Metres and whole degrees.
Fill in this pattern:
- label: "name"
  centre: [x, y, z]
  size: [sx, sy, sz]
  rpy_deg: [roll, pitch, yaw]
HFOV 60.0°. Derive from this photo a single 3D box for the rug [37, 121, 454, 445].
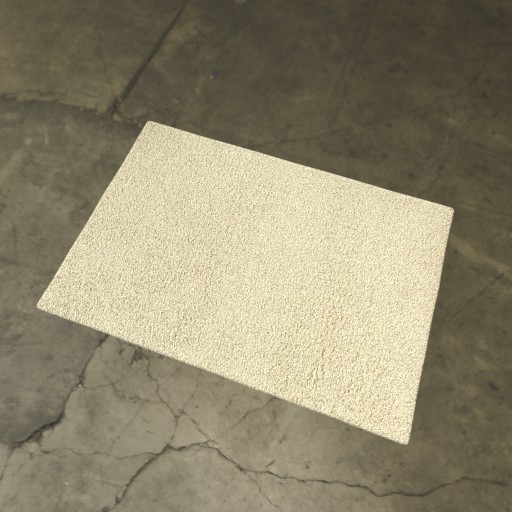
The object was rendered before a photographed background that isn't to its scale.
- label: "rug"
  centre: [0.000, 0.000, 2.217]
  size: [1.778, 0.030, 1.219]
  rpy_deg: [18, 66, 8]
